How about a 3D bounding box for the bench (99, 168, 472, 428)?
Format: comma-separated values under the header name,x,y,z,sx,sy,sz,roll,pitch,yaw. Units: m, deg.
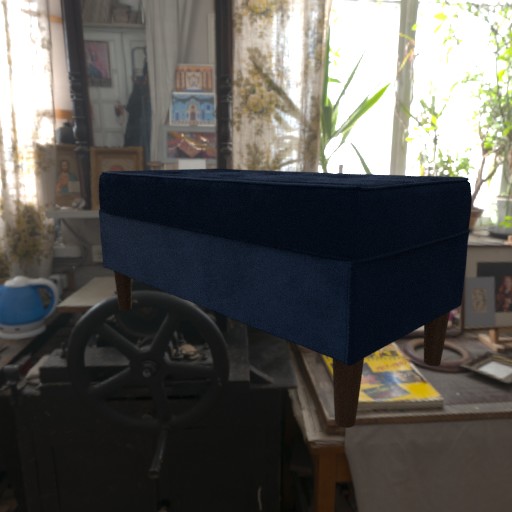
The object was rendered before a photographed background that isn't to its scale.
name,x,y,z,sx,sy,sz,roll,pitch,yaw
bench,0.000,0.000,1.278,0.489,0.467,1.010,-12,17,-42
